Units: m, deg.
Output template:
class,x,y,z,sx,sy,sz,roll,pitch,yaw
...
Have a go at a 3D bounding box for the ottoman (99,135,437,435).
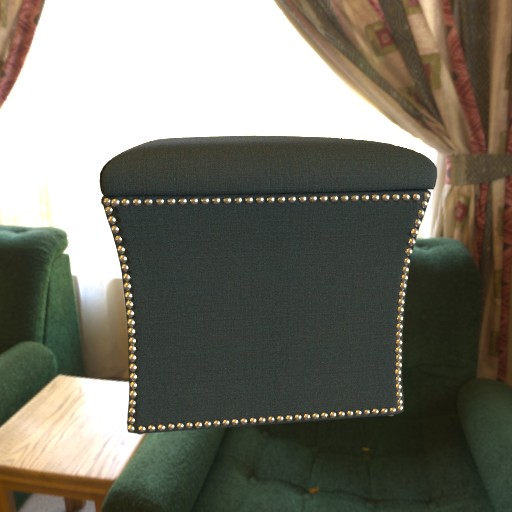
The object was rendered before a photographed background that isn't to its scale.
class,x,y,z,sx,sy,sz,roll,pitch,yaw
ottoman,0.000,0.000,0.905,0.507,0.475,0.497,-2,16,-6
